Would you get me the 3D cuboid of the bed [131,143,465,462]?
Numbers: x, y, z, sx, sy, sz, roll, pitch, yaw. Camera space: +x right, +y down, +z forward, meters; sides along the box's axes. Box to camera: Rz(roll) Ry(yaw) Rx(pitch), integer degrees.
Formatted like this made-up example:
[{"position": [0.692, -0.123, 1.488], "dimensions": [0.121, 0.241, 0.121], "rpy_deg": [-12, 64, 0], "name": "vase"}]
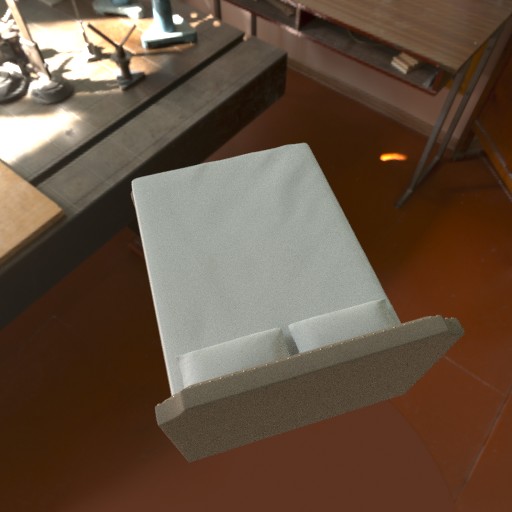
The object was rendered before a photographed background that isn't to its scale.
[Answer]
[{"position": [0.000, 0.000, 3.366], "dimensions": [1.703, 1.415, 2.329], "rpy_deg": [-14, 58, -9], "name": "bed"}]
